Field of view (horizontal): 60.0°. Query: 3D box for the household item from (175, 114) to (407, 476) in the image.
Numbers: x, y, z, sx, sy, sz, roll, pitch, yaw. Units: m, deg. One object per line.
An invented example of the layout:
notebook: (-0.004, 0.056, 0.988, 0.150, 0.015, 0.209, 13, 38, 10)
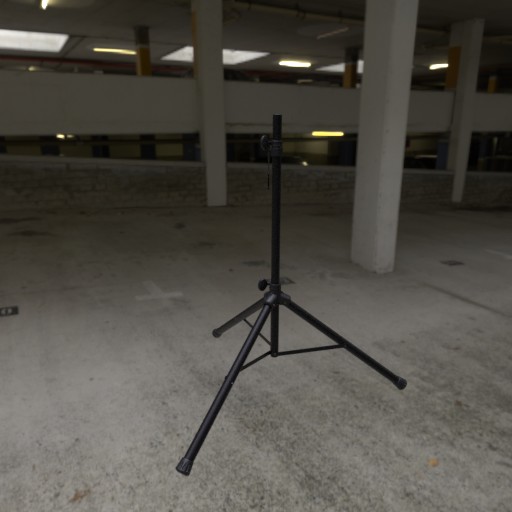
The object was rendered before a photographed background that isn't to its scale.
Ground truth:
household item: (0.000, 0.000, 1.876, 1.045, 1.136, 0.907, -9, 18, -27)
